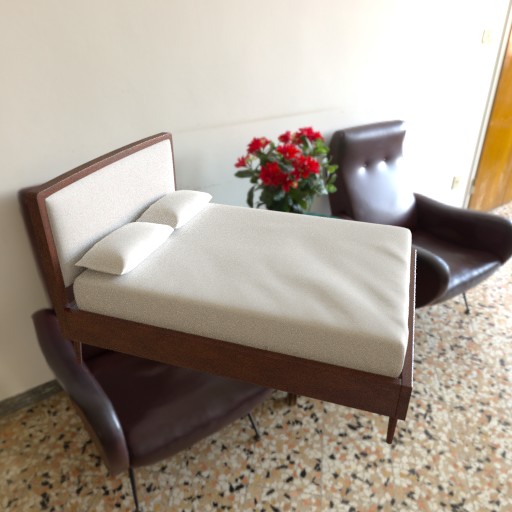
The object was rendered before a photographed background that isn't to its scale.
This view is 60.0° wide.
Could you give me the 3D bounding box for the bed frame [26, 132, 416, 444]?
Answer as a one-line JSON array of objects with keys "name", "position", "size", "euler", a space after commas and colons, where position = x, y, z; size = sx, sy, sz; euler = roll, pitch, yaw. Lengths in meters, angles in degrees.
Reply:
[{"name": "bed frame", "position": [0.000, 0.000, 3.102], "size": [2.171, 1.279, 1.587], "euler": [9, 30, 16]}]
